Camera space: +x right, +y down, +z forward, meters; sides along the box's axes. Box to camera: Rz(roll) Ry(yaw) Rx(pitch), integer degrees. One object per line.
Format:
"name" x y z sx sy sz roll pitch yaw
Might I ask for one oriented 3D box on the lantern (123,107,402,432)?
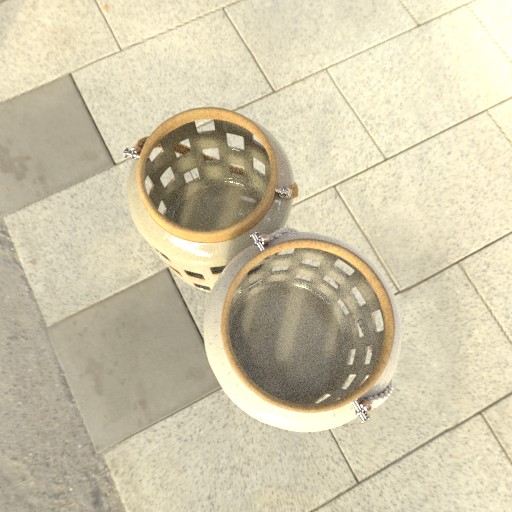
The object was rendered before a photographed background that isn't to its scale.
"lantern" 0.000 0.000 0.470 0.184 0.255 0.347 -29 78 -7
